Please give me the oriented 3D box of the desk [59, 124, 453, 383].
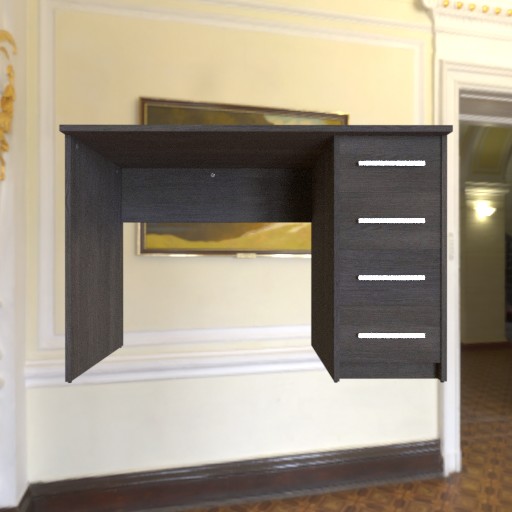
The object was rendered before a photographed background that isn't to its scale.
[{"bbox_3d":[0.000,0.000,1.511,1.096,0.730,0.560,0,0,0],"label":"desk"}]
